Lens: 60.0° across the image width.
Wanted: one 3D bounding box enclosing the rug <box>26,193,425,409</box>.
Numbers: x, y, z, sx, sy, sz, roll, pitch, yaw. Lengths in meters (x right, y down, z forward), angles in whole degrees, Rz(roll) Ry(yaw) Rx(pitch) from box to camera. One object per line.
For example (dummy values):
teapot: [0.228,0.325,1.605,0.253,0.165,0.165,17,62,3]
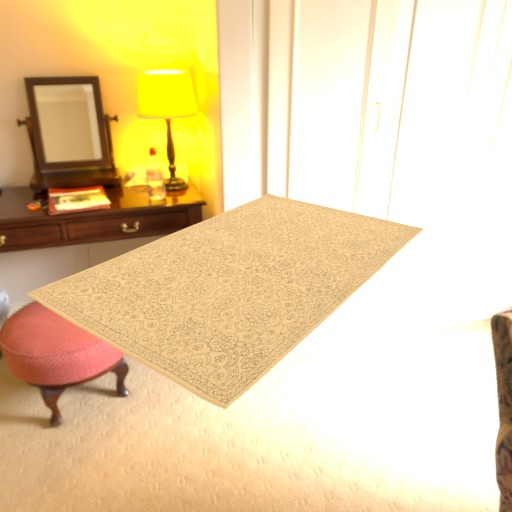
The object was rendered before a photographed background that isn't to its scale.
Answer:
rug: [0.000,0.000,3.026,1.518,0.023,2.434,18,31,33]
